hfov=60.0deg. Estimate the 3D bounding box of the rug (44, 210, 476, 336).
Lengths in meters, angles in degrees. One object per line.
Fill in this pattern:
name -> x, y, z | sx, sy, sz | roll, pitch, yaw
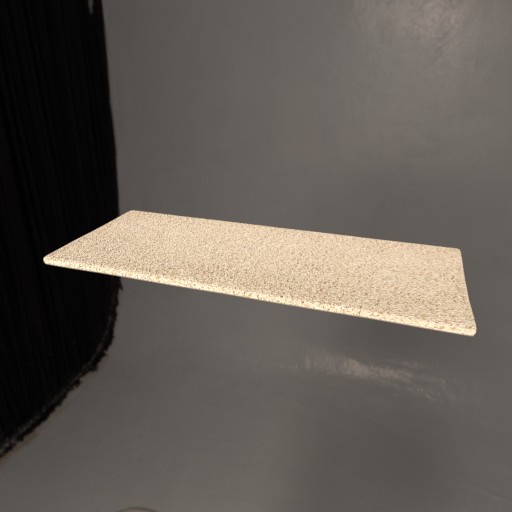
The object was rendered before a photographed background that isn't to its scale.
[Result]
rug -> 0.000, 0.000, 1.738 | 1.524, 0.030, 0.609 | 8, 26, 17
